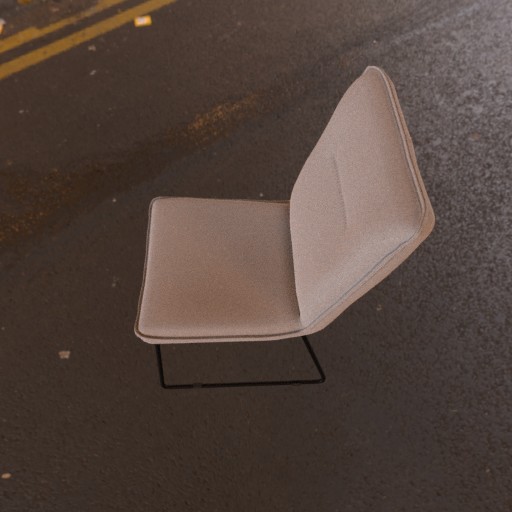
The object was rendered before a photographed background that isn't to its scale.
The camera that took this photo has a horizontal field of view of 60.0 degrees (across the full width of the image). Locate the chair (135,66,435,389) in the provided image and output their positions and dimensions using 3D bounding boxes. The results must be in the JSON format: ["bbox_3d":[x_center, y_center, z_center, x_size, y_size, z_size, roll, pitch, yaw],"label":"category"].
[{"bbox_3d":[0.000,0.000,1.322,0.688,0.930,0.515,-2,57,-1],"label":"chair"}]
